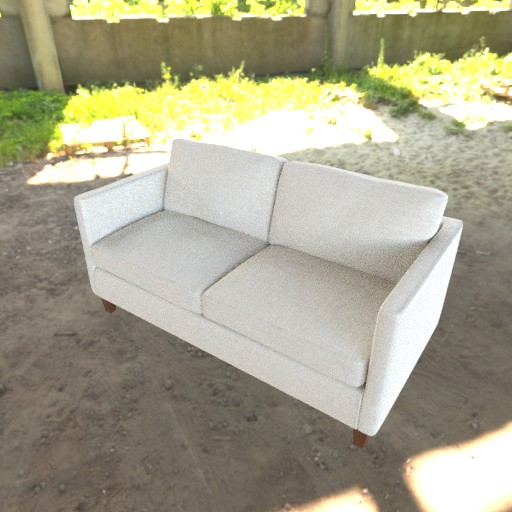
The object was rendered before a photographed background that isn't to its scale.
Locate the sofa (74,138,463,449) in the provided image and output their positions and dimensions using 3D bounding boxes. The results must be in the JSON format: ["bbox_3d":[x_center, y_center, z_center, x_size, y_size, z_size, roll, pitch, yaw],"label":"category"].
[{"bbox_3d":[0.000,0.000,2.416,1.838,0.963,0.950,19,35,30],"label":"sofa"}]
